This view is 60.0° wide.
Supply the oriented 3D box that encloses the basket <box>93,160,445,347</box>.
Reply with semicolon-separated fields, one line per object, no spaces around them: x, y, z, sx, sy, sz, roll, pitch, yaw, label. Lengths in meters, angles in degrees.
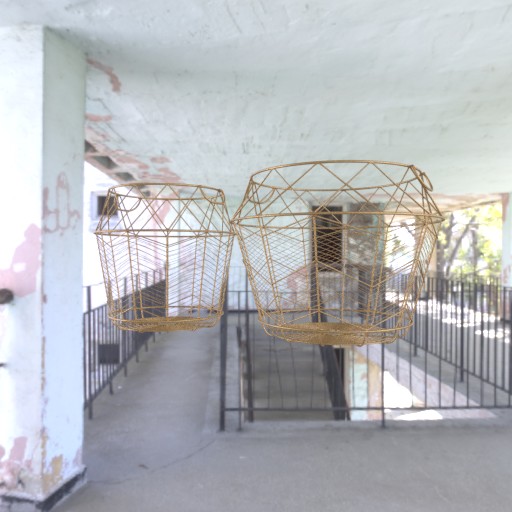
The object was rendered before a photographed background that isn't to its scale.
0.000;0.000;1.023;0.805;0.343;0.451;0;0;18;basket
